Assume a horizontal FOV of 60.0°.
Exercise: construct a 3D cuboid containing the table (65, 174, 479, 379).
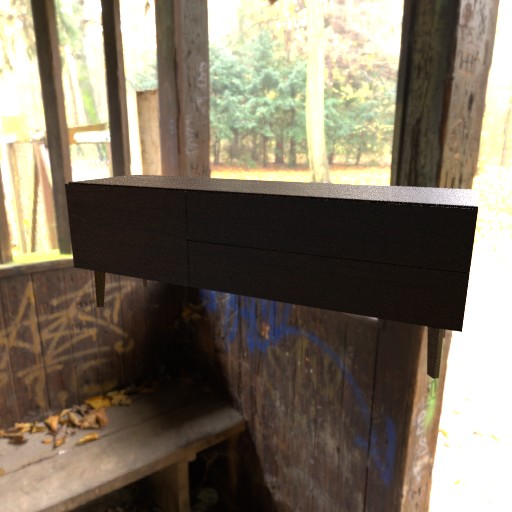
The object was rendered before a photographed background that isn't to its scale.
[{"bbox_3d":[0.000,0.000,1.614,1.397,0.508,0.405,7,17,24],"label":"table"}]
